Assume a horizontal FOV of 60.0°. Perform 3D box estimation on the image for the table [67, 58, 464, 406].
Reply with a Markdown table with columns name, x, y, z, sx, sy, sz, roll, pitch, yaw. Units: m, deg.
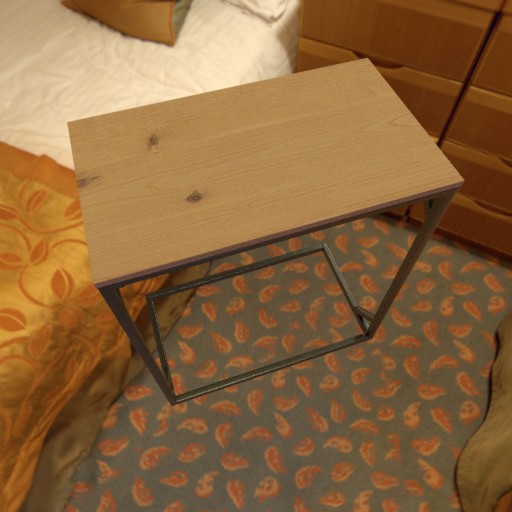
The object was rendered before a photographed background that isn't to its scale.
| name | x | y | z | sx | sy | sz | roll | pitch | yaw |
| --- | --- | --- | --- | --- | --- | --- | --- | --- | --- |
| table | 0.000 | 0.000 | 1.040 | 0.597 | 0.673 | 0.351 | -16 | 59 | -10 |
